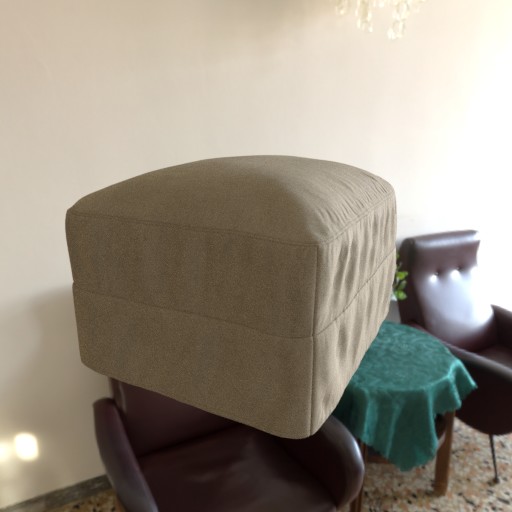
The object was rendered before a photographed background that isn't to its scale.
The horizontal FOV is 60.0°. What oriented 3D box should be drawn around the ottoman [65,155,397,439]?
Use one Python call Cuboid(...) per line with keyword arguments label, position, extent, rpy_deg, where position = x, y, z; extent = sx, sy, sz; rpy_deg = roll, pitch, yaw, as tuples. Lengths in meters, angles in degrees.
Cuboid(label="ottoman", position=(0.000, 0.000, 1.088), extent=(0.584, 0.480, 0.712), rpy_deg=(8, 17, 26))
